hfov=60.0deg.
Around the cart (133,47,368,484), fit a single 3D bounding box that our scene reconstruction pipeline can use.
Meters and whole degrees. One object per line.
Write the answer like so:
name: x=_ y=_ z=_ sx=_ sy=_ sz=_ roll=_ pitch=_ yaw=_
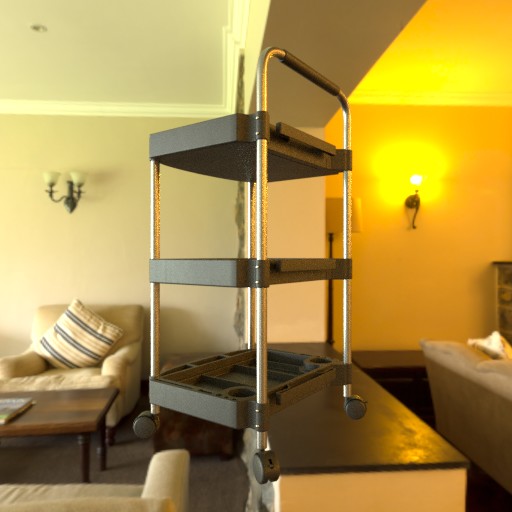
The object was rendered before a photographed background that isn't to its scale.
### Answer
cart: x=0.000 y=0.000 z=1.394 sx=0.518 sy=1.075 sz=0.584 roll=0 pitch=0 yaw=36
